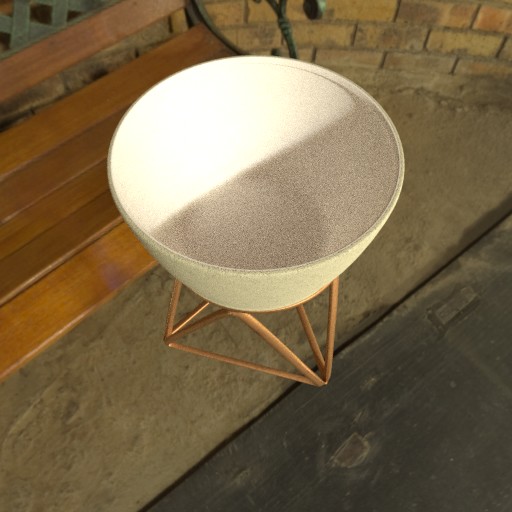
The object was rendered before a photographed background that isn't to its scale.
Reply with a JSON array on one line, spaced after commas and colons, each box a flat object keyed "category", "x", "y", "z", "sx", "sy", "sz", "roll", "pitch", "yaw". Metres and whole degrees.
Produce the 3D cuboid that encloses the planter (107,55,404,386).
[{"category": "planter", "x": 0.000, "y": 0.000, "z": 0.741, "sx": 0.350, "sy": 0.504, "sz": 0.350, "roll": 12, "pitch": 60, "yaw": 7}]
